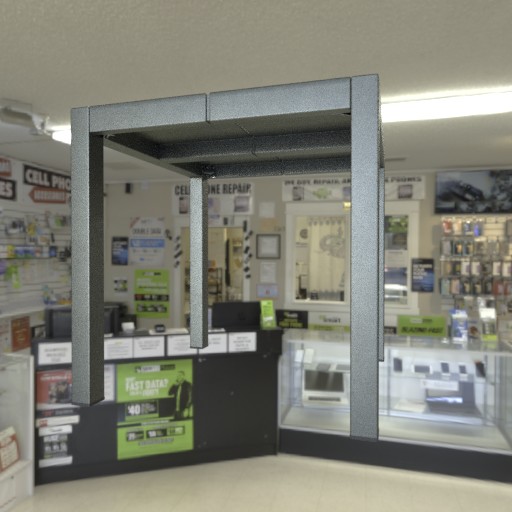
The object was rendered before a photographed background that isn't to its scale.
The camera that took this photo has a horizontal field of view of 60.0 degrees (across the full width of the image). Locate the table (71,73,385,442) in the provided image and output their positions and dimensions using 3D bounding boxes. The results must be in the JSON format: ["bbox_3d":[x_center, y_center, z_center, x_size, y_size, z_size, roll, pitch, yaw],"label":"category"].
[{"bbox_3d":[0.000,0.000,0.924,0.508,0.508,0.508,0,1,17],"label":"table"}]
